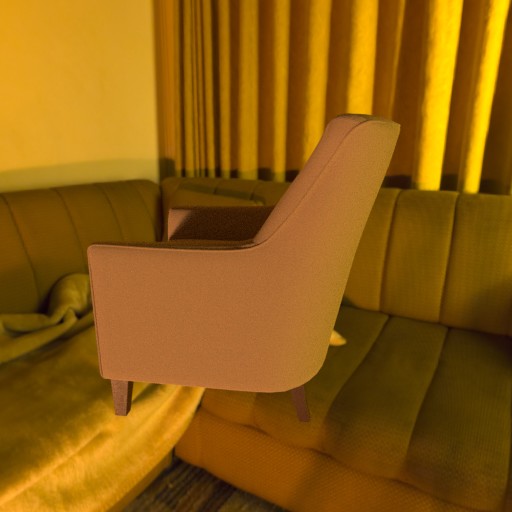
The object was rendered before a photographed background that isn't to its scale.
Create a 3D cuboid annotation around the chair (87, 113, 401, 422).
[{"bbox_3d":[0.000,0.000,1.548,0.879,0.916,0.756,2,15,9],"label":"chair"}]
